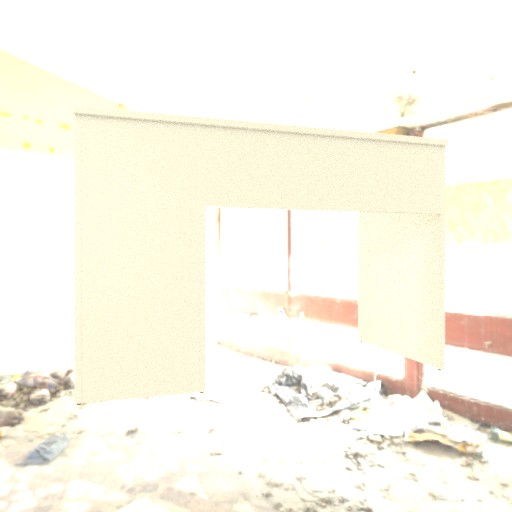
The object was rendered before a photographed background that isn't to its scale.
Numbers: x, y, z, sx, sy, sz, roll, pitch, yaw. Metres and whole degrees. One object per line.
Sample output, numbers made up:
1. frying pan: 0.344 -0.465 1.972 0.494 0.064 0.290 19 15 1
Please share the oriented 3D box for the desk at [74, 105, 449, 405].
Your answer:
1. desk: 0.000 0.000 1.503 1.097 0.735 0.560 0 0 -17
